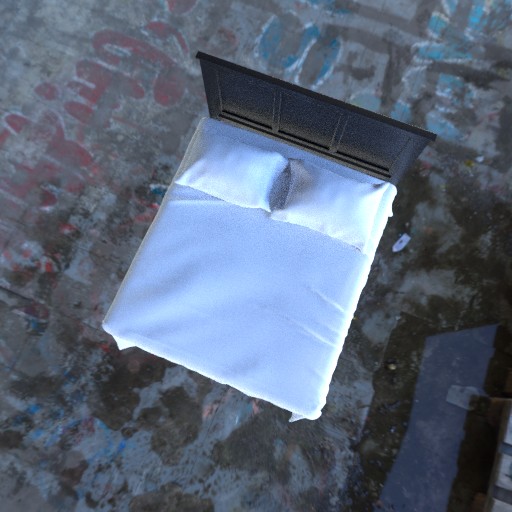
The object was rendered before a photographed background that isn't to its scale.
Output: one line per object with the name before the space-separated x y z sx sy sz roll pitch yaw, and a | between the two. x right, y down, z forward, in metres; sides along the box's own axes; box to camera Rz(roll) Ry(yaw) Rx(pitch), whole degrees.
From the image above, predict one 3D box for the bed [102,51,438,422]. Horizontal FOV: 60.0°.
bed | 0.000 0.000 3.253 1.870 1.270 2.050 21 77 5
